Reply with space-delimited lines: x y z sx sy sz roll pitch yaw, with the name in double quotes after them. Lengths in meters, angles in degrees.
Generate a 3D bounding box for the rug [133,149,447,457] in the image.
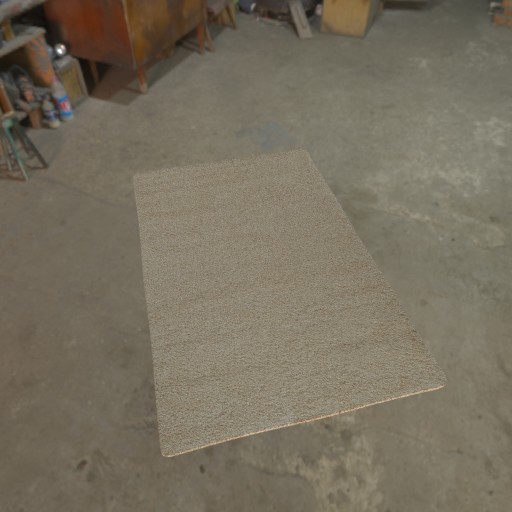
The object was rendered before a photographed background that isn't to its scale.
0.000 0.000 2.989 1.500 0.026 2.349 -10 46 -10 "rug"
